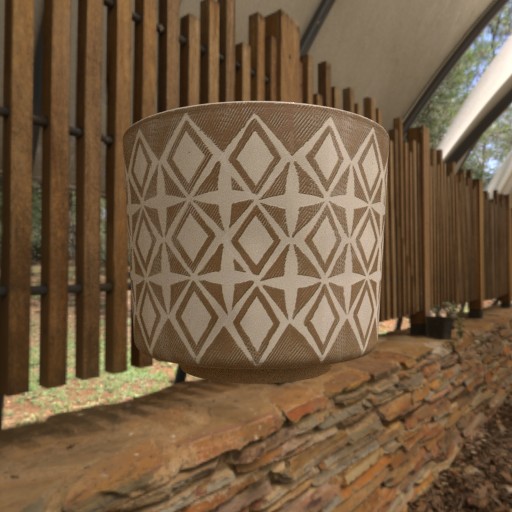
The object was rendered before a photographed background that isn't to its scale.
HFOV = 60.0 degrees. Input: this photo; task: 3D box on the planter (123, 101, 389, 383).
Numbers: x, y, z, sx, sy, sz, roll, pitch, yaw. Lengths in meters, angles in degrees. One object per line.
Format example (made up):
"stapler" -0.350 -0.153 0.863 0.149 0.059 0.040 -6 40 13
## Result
"planter" 0.000 0.000 0.449 0.260 0.220 0.260 0 -2 0
